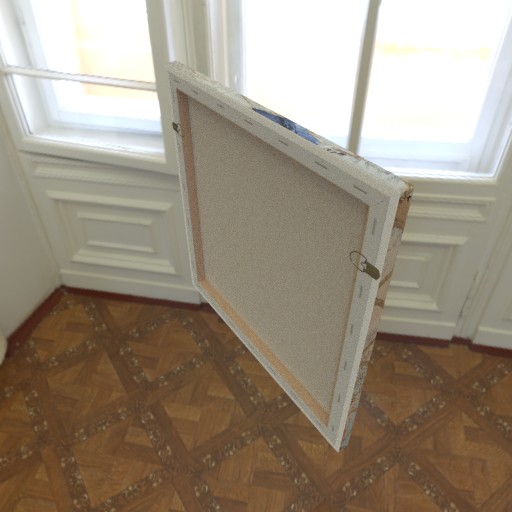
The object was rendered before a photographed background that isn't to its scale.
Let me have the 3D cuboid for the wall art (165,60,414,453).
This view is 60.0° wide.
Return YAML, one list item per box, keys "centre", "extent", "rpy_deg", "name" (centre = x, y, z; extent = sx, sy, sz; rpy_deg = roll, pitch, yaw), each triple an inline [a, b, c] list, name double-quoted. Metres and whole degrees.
- centre: [0.000, 0.000, 1.340]
  extent: [0.039, 0.914, 0.912]
  rpy_deg: [-24, 45, -26]
  name: "wall art"
